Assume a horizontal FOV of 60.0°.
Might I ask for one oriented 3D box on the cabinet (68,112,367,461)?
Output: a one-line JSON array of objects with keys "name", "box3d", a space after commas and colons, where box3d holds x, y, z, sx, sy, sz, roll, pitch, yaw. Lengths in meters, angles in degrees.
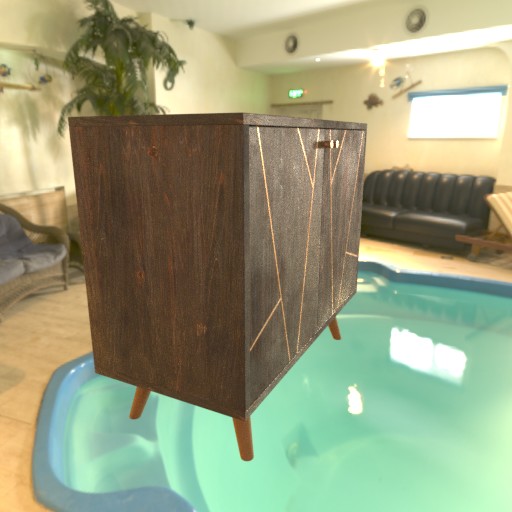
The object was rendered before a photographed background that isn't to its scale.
[{"name": "cabinet", "box3d": [0.000, 0.000, 1.539, 0.529, 0.897, 1.023, 8, 17, 26]}]
